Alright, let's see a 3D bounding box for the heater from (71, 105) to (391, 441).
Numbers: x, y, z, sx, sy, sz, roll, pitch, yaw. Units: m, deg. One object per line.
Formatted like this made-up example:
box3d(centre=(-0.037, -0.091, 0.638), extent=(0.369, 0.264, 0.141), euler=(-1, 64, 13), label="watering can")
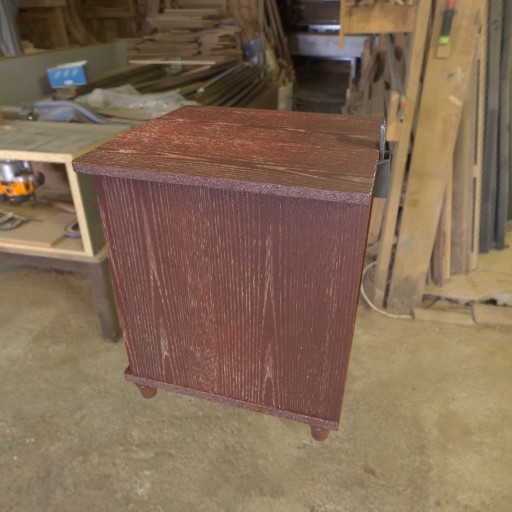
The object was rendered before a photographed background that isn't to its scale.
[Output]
box3d(centre=(0.000, 0.000, 0.762), extent=(0.400, 0.481, 0.362), euler=(8, 31, 14), label="heater")
